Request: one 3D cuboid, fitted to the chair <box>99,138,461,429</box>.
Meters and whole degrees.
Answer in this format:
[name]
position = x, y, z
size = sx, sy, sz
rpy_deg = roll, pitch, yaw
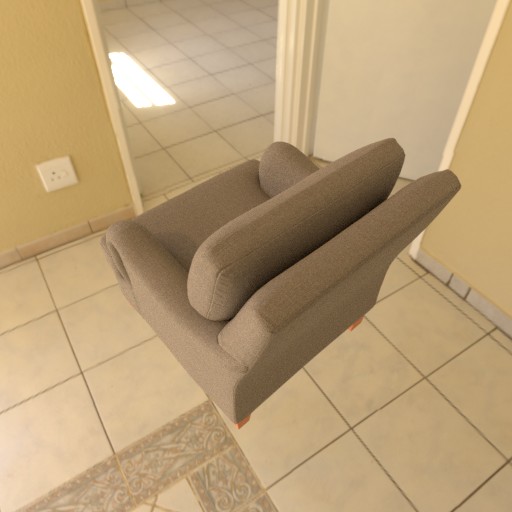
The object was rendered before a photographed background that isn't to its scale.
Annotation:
[chair]
position = 0.000, 0.000, 1.840
size = 0.955, 1.038, 1.070
rpy_deg = -33, 55, -28
